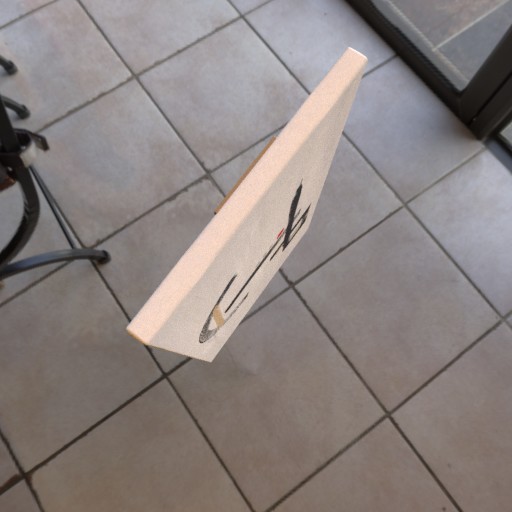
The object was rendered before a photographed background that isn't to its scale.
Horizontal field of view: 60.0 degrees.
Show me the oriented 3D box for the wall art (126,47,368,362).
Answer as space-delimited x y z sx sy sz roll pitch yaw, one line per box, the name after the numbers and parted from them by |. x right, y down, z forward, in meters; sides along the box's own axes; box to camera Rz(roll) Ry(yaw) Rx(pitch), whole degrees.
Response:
0.000 0.000 1.144 0.048 0.916 0.602 35 78 9 | wall art
